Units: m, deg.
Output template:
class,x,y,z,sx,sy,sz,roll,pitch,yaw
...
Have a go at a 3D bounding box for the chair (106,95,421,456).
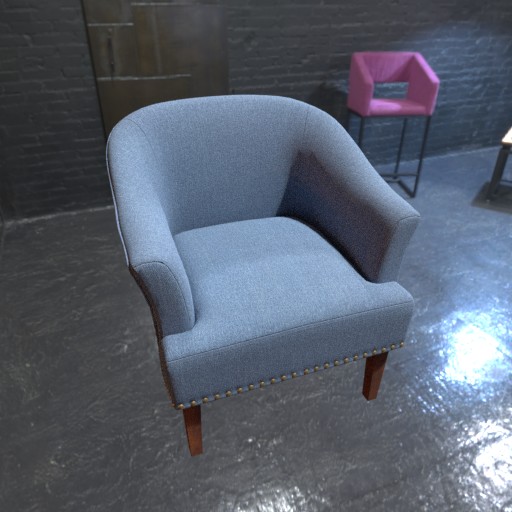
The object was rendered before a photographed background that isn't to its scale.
class,x,y,z,sx,sy,sz,roll,pitch,yaw
chair,0.000,0.000,1.355,0.772,0.815,0.704,-11,33,-17
